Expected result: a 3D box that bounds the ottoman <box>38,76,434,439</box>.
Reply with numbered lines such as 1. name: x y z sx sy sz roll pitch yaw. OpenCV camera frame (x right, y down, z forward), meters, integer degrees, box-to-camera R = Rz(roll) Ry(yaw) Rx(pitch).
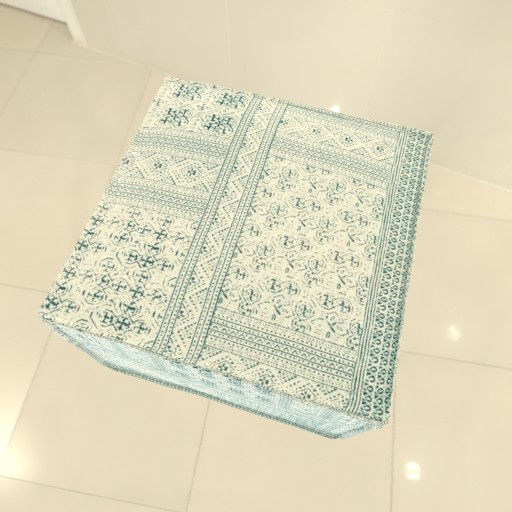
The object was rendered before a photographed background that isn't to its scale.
1. ottoman: 0.000 0.000 1.015 0.617 0.439 0.626 15 65 7
